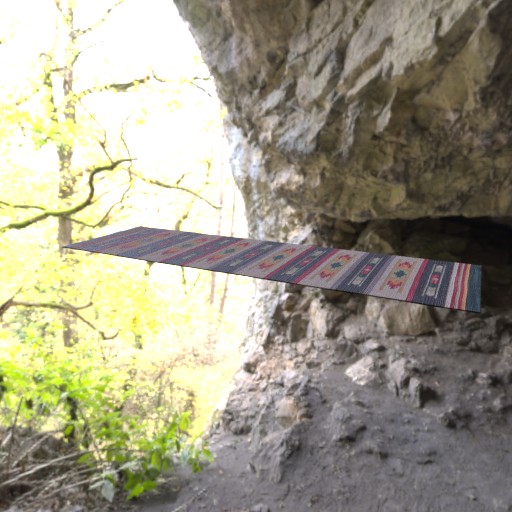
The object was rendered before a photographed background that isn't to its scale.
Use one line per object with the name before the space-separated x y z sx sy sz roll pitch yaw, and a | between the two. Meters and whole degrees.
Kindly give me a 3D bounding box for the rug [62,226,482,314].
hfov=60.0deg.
rug | 0.000 0.000 2.672 2.440 0.009 0.760 8 17 26
